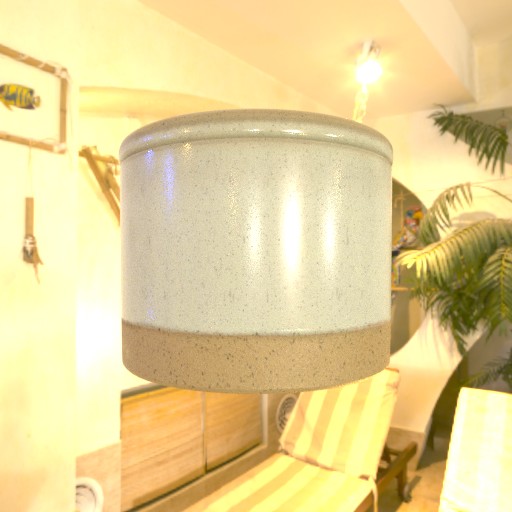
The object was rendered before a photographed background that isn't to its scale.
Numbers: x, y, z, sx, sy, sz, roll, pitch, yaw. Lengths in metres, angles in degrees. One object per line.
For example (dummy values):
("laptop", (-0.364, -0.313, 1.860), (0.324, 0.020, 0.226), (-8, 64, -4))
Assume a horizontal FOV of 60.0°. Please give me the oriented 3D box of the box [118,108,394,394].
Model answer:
("box", (0.000, 0.000, 0.259), (0.154, 0.123, 0.154), (0, -1, 0))
